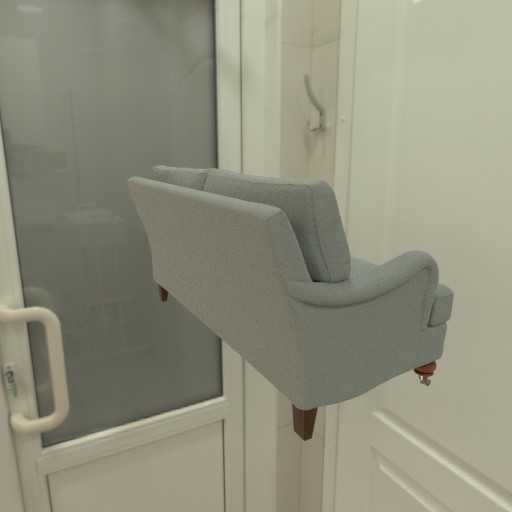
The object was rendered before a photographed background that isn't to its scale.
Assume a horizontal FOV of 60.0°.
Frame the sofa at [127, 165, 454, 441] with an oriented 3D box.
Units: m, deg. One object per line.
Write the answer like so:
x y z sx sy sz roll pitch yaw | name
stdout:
0.000 0.000 2.787 1.069 1.096 2.193 -7 16 -28 | sofa
